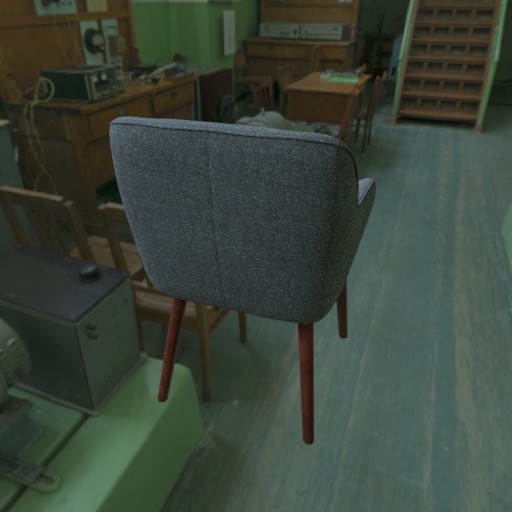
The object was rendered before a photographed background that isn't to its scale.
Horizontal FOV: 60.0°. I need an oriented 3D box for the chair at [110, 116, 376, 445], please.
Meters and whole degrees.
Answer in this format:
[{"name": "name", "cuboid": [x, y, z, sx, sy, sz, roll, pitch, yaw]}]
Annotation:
[{"name": "chair", "cuboid": [0.000, 0.000, 1.175, 0.543, 0.803, 0.519, 10, 32, 16]}]
